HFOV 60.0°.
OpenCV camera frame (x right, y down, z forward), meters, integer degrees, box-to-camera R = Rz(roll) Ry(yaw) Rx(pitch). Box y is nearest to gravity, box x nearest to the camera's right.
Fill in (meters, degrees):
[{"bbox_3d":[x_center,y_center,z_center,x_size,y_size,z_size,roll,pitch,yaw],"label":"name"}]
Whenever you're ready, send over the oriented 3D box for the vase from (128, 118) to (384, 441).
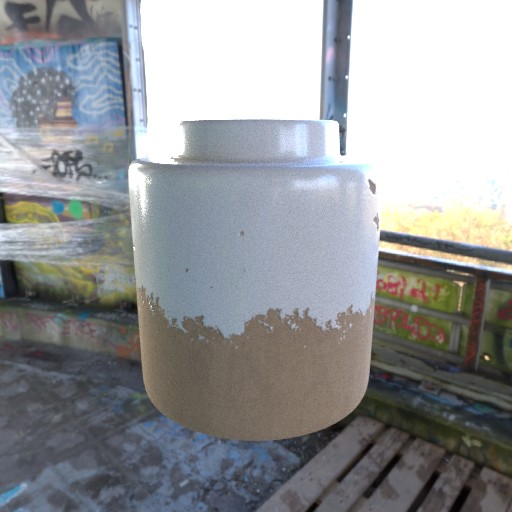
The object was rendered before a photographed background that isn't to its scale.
[{"bbox_3d":[0.000,0.000,0.288,0.153,0.167,0.153,0,15,0],"label":"vase"}]
